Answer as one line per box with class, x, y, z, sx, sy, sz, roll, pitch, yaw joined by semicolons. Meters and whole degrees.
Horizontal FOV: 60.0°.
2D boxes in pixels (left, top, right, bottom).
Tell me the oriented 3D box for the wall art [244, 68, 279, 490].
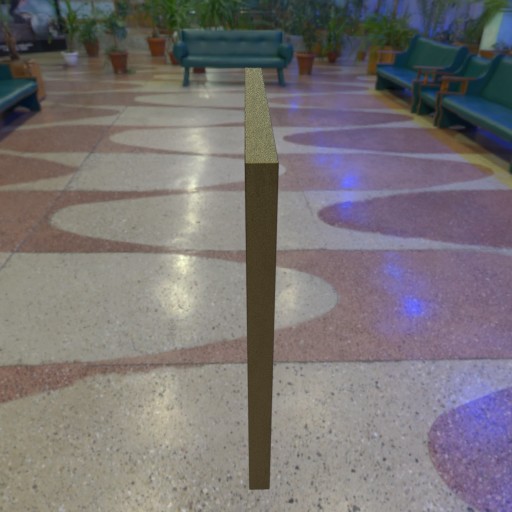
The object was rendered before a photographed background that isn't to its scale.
wall art;0.000;0.000;0.739;0.031;0.506;0.503;-1;32;-1
